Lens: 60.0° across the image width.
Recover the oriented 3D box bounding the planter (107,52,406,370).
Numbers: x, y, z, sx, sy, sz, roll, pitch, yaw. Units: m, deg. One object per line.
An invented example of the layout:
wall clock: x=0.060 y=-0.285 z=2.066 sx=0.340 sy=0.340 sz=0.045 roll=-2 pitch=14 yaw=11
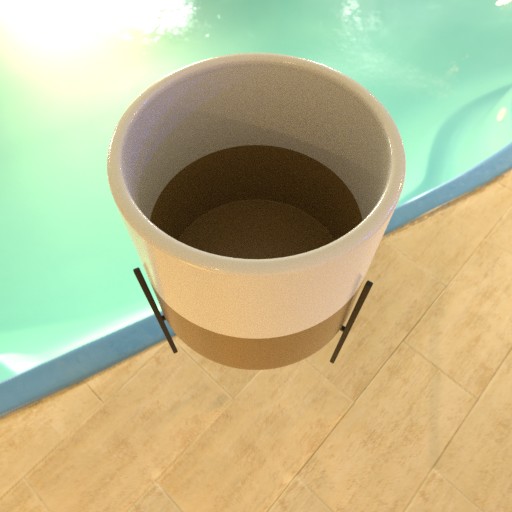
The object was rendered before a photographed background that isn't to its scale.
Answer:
planter: x=0.000 y=0.000 z=0.629 sx=0.310 sy=0.432 sz=0.310 roll=-37 pitch=66 yaw=-20
